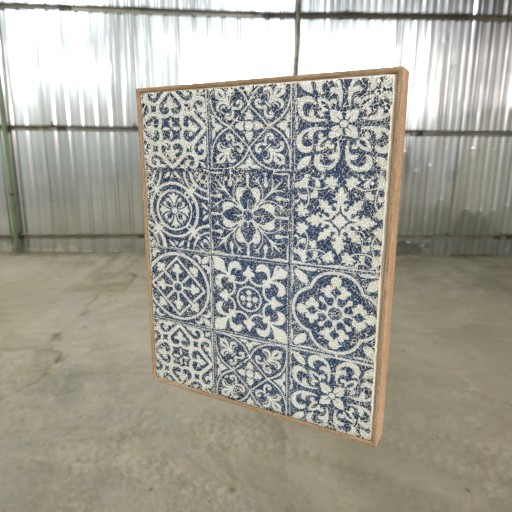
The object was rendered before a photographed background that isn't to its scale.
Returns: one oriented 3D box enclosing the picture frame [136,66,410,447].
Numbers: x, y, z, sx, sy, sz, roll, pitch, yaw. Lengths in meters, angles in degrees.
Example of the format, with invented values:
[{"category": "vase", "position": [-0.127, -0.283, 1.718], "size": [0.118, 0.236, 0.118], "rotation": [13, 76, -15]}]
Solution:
[{"category": "picture frame", "position": [0.000, 0.000, 0.710], "size": [0.424, 0.526, 0.043], "rotation": [7, 15, 27]}]
